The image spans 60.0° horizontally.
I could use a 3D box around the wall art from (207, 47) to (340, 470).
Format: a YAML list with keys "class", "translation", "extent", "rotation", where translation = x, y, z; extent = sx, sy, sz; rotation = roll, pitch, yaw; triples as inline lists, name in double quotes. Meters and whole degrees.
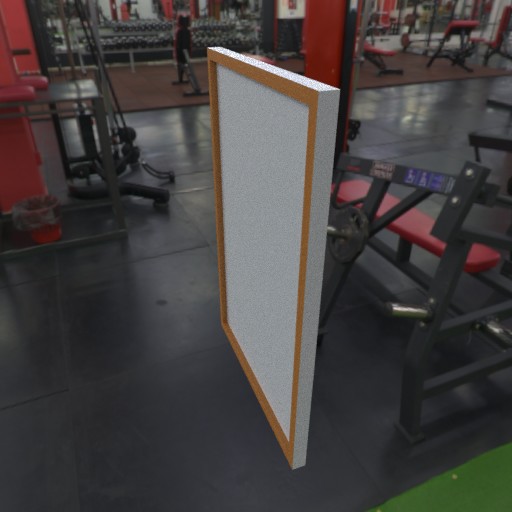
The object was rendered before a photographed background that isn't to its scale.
- class: "wall art"
  translation: [0.000, 0.000, 1.136]
  extent: [0.037, 0.916, 0.610]
  rotation: [-11, 33, -18]
